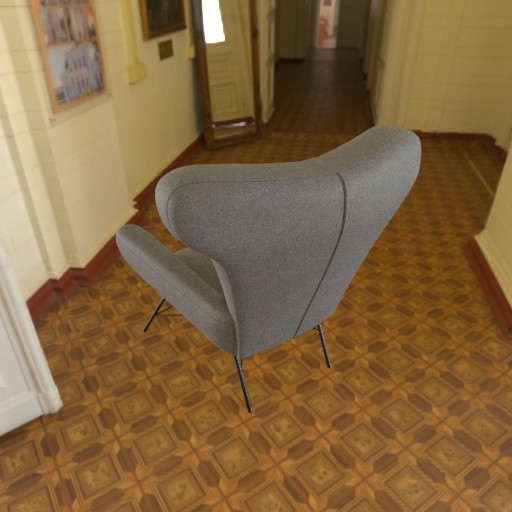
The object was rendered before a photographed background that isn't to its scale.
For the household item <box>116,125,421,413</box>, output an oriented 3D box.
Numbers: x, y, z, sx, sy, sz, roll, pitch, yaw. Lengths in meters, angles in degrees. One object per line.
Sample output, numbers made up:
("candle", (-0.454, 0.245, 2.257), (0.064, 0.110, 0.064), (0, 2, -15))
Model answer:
("household item", (0.000, 0.000, 1.821), (0.980, 1.050, 0.900), (-20, 36, -29))
